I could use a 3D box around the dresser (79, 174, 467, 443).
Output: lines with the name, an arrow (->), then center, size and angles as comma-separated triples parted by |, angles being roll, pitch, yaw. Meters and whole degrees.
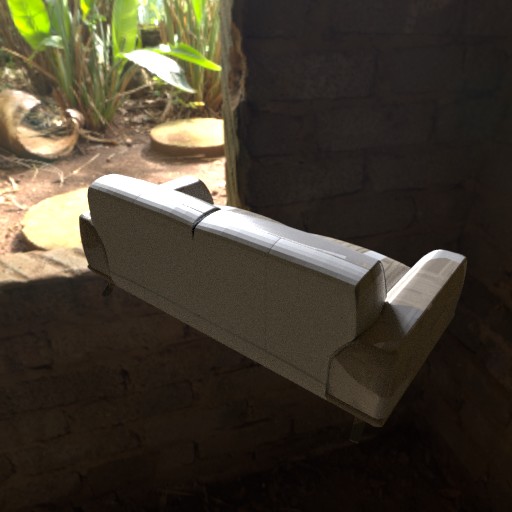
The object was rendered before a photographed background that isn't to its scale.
dresser -> 0.000, 0.000, 5.806 | 4.679, 1.863, 2.251 | 21, 35, 33
